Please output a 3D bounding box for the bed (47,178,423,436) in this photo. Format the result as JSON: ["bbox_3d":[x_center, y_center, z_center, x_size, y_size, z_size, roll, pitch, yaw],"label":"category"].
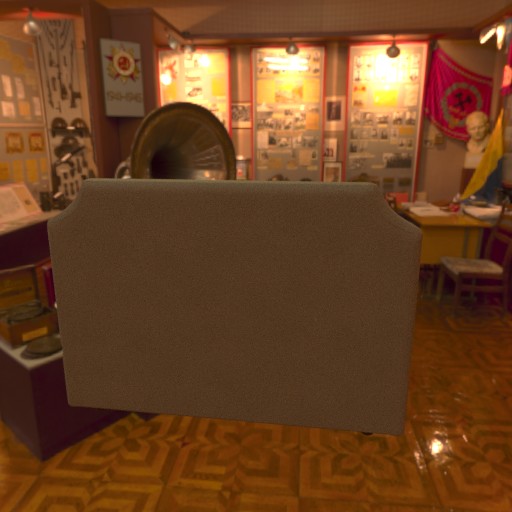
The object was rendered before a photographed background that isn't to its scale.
[{"bbox_3d":[0.000,0.000,3.222,1.831,1.297,2.181,2,16,8],"label":"bed"}]
